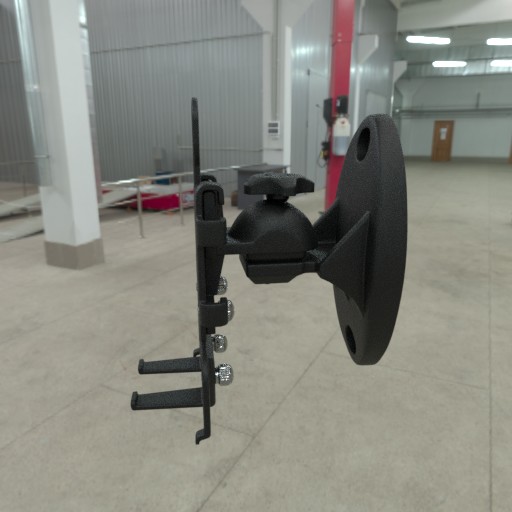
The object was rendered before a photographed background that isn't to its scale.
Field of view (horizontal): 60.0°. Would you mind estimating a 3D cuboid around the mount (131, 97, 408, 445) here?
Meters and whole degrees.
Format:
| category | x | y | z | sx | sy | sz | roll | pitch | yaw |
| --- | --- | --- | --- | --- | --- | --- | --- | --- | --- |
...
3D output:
| category | x | y | z | sx | sy | sz | roll | pitch | yaw |
| --- | --- | --- | --- | --- | --- | --- | --- | --- | --- |
| mount | 0.000 | 0.000 | 0.175 | 0.100 | 0.118 | 0.066 | -2 | 16 | -8 |
